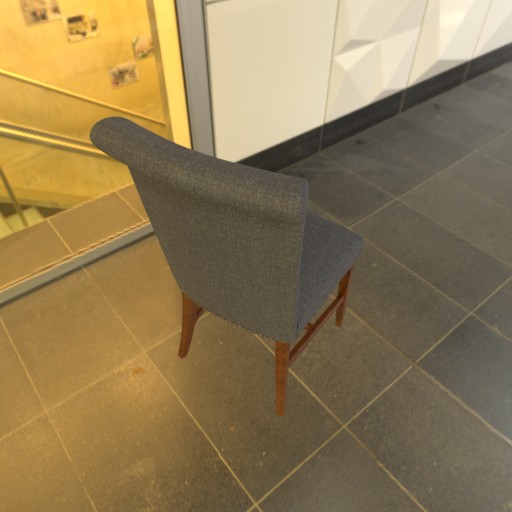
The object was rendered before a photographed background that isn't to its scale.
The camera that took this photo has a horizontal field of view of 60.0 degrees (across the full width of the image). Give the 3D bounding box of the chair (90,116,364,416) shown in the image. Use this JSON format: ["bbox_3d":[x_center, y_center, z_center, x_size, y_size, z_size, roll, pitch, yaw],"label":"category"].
[{"bbox_3d":[0.000,0.000,1.355,0.513,0.988,0.608,23,49,22],"label":"chair"}]
